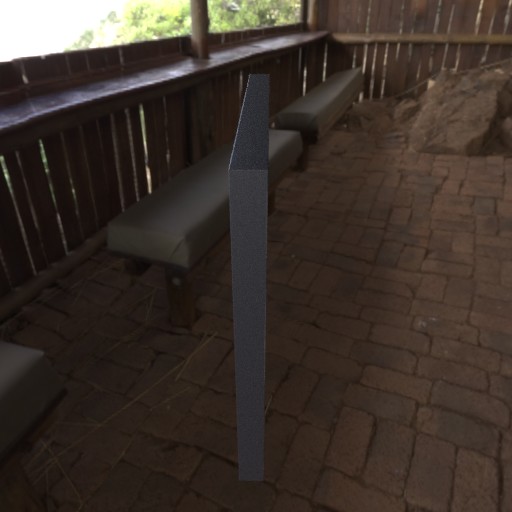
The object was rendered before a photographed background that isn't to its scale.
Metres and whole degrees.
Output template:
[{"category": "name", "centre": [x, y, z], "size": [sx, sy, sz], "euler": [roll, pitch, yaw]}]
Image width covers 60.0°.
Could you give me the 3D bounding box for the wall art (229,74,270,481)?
[{"category": "wall art", "centre": [0.000, 0.000, 0.769], "size": [0.038, 0.507, 0.507], "euler": [1, 32, 1]}]
